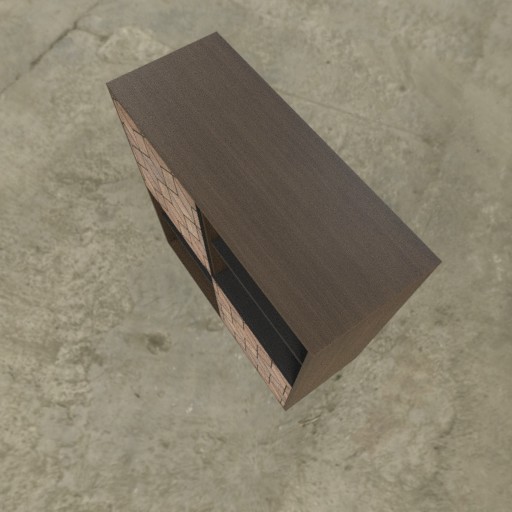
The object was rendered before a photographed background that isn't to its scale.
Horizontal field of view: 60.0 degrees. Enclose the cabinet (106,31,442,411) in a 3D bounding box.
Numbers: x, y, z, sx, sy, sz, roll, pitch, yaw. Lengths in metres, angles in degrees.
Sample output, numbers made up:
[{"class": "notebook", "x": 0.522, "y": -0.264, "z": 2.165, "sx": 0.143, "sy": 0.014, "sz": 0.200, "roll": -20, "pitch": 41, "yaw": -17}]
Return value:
[{"class": "cabinet", "x": 0.000, "y": 0.000, "z": 1.737, "sx": 0.400, "sy": 1.170, "sz": 1.010, "roll": -32, "pitch": 68, "yaw": -15}]
